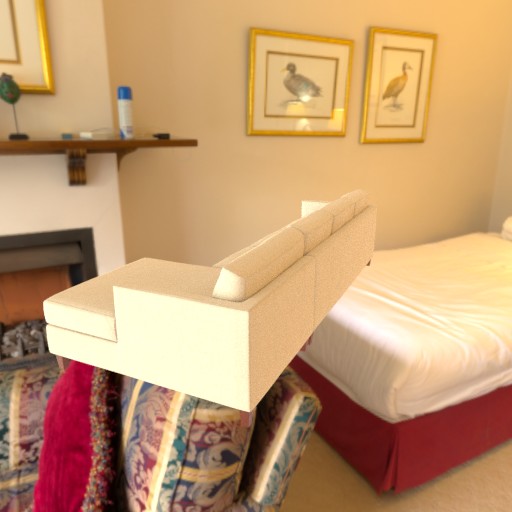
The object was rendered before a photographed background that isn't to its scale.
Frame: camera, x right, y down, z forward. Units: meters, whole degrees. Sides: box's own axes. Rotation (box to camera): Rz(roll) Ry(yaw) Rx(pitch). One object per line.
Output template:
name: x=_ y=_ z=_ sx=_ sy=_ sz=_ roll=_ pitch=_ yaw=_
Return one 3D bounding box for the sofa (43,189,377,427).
sofa: x=0.000 y=0.000 z=4.175 sx=1.599 sy=0.954 sz=3.471 roll=8 pitch=18 yaw=24
